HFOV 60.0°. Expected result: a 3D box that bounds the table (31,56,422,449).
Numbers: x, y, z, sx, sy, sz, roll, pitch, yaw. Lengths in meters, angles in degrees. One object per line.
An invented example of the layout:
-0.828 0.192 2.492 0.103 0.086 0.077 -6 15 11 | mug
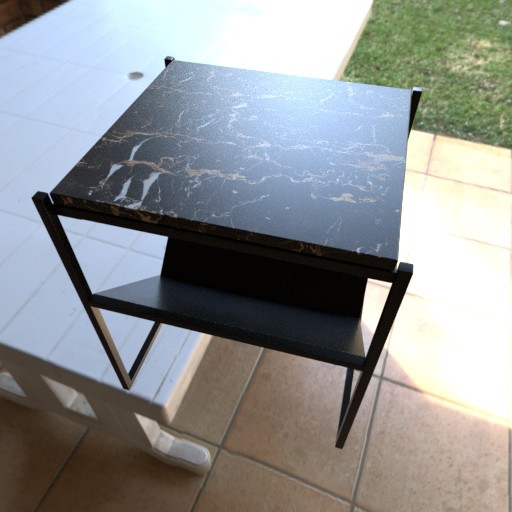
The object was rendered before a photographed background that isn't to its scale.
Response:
0.000 0.000 0.852 0.469 0.534 0.432 12 48 10 | table
